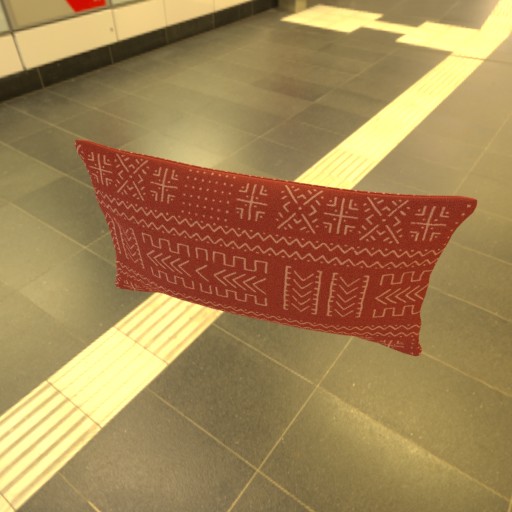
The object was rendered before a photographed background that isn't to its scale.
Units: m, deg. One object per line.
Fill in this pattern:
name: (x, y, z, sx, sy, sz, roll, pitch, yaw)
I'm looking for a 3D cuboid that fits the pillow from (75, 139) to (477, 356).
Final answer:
pillow: (0.000, 0.000, 0.778, 0.640, 0.352, 0.130, 11, 43, 12)
